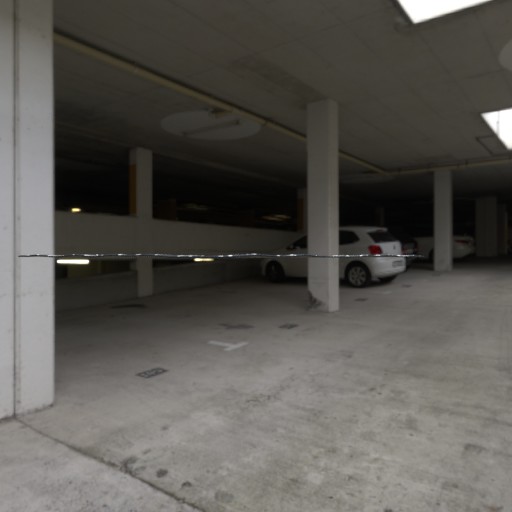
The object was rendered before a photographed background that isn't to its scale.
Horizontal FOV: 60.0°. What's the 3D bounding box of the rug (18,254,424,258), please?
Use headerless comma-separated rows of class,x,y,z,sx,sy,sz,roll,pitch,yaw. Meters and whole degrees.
rug,0.000,0.000,3.021,1.529,0.017,2.448,0,0,37
